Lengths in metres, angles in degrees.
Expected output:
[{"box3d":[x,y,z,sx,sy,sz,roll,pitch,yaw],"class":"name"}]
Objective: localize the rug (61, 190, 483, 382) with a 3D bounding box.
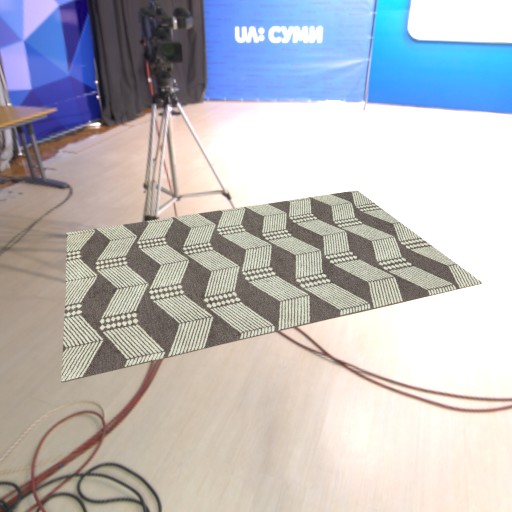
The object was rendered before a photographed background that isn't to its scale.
[{"box3d":[0.000,0.000,2.999,2.435,0.011,1.517,-10,33,-16],"class":"rug"}]
